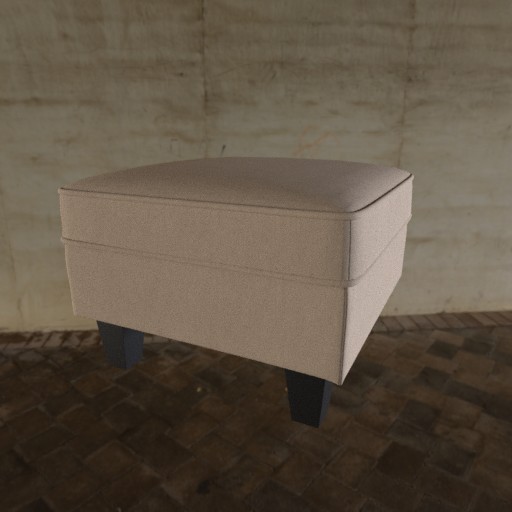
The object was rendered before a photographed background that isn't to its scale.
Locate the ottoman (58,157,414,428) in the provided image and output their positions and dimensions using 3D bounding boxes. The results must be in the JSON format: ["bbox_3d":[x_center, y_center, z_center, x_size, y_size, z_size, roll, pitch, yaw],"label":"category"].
[{"bbox_3d":[0.000,0.000,1.038,0.616,0.438,0.613,8,18,25],"label":"ottoman"}]
